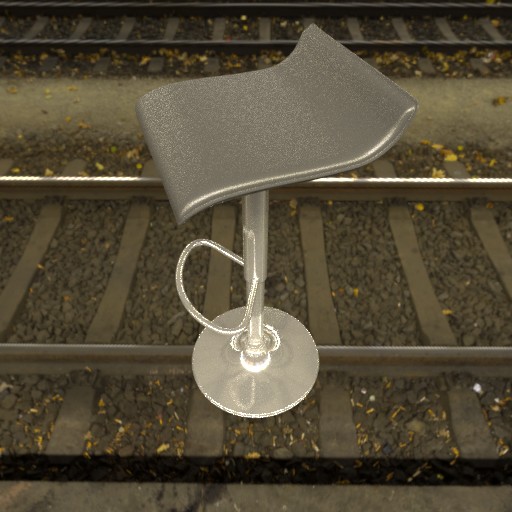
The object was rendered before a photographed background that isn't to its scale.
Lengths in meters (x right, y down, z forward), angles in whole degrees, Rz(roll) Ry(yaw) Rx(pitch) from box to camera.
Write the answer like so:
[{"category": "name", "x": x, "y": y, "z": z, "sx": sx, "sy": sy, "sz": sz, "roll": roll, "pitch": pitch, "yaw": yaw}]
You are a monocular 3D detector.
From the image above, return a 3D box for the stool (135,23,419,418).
[{"category": "stool", "x": 0.000, "y": 0.000, "z": 1.023, "sx": 0.381, "sy": 0.851, "sz": 0.381, "roll": -15, "pitch": 47, "yaw": -14}]
